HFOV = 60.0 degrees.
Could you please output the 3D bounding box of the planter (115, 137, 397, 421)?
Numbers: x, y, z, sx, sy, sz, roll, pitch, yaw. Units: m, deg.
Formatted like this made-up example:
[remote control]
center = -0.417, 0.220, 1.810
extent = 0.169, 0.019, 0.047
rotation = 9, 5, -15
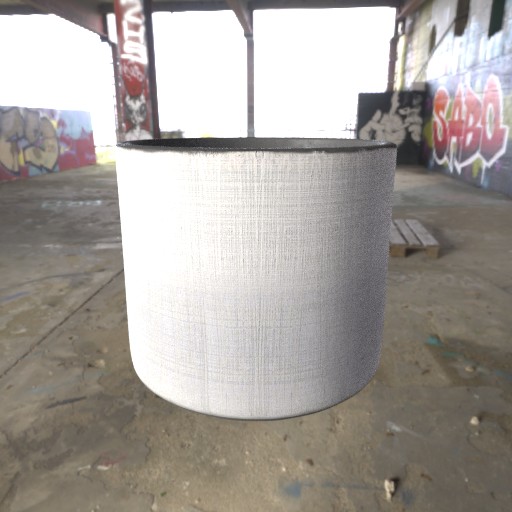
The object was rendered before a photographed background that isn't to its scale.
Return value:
[planter]
center = 0.000, 0.000, 0.440
extent = 0.254, 0.221, 0.254
rotation = 0, 17, 0
